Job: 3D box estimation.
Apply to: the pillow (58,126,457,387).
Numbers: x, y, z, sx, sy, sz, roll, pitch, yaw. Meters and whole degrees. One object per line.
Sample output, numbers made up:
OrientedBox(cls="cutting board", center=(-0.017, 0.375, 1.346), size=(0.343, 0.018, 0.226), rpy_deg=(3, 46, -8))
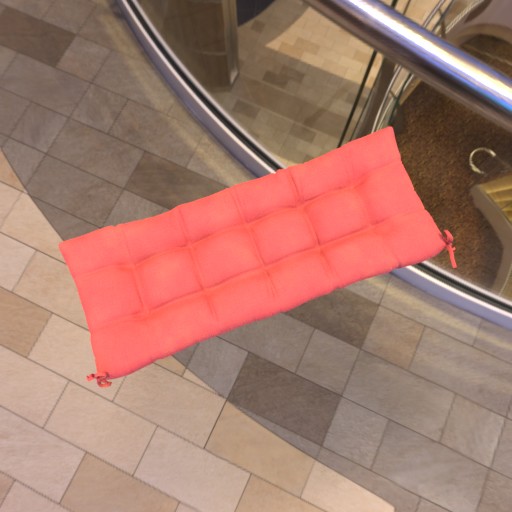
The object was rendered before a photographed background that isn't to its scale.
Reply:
OrientedBox(cls="pillow", center=(0.000, 0.000, 1.368), size=(1.194, 0.174, 0.511), rpy_deg=(-20, 77, -5))
